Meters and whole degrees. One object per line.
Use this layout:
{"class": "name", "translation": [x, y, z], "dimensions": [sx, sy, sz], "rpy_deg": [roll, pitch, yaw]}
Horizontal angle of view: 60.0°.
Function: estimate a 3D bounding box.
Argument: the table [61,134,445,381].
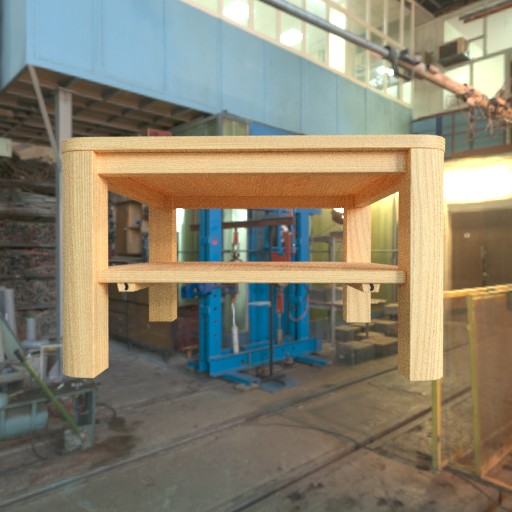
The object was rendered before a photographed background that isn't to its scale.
{"class": "table", "translation": [0.000, 0.000, 1.190], "dimensions": [0.750, 0.450, 0.750], "rpy_deg": [0, 1, 2]}
